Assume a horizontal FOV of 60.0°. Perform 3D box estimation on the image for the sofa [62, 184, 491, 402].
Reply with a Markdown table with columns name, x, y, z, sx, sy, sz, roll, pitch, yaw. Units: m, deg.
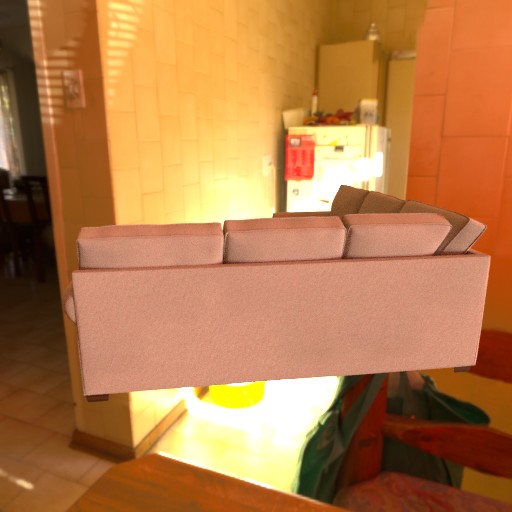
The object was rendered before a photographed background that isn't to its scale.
| name | x | y | z | sx | sy | sz | roll | pitch | yaw |
| --- | --- | --- | --- | --- | --- | --- | --- | --- | --- |
| sofa | 0.000 | 0.000 | 3.795 | 2.562 | 1.053 | 2.487 | -2 | 15 | -8 |
